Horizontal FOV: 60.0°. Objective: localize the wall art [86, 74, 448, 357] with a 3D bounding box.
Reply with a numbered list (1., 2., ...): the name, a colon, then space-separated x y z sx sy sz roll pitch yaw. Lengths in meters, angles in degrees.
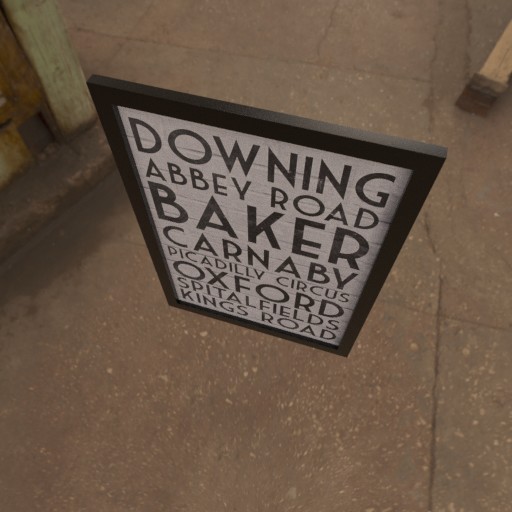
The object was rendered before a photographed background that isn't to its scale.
1. wall art: 0.000 0.000 0.824 0.462 0.656 0.019 15 58 9
